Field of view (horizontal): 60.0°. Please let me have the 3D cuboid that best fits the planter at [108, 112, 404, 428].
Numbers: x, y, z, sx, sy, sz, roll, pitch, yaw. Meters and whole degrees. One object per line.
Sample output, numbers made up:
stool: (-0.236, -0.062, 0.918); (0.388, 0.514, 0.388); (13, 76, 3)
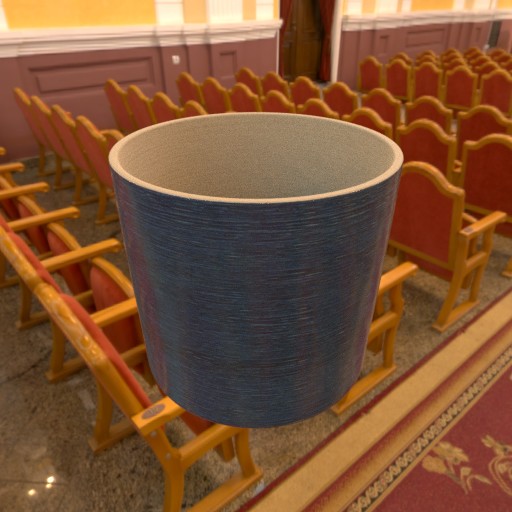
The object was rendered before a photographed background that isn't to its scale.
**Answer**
planter: (0.000, 0.000, 0.396); (0.221, 0.201, 0.221); (0, 31, 0)
